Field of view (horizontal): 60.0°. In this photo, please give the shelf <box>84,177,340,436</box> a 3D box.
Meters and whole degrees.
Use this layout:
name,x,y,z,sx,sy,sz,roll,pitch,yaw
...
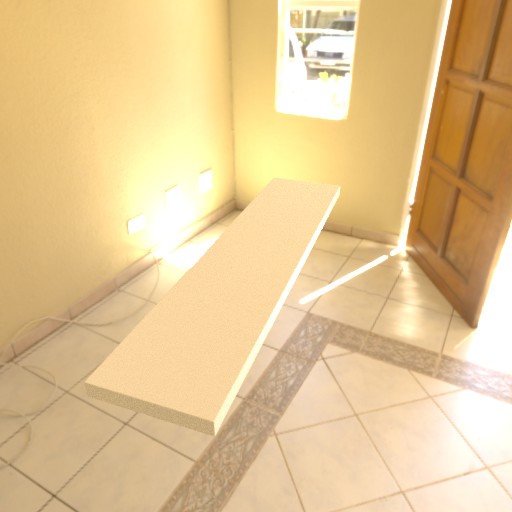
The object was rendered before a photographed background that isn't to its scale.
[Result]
name,x,y,z,sx,sy,sz,roll,pitch,yaw
shelf,0.000,0.000,0.667,0.140,0.020,0.610,10,32,17
